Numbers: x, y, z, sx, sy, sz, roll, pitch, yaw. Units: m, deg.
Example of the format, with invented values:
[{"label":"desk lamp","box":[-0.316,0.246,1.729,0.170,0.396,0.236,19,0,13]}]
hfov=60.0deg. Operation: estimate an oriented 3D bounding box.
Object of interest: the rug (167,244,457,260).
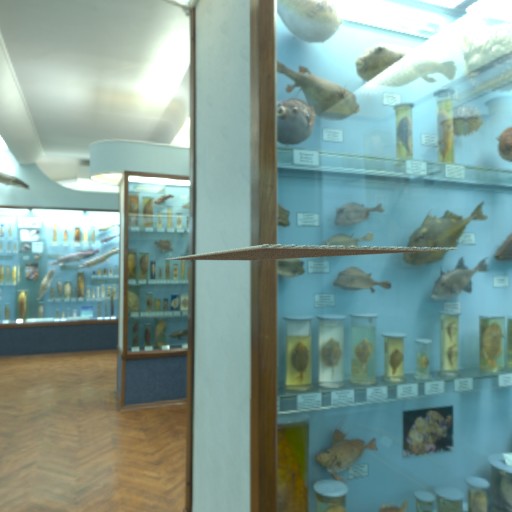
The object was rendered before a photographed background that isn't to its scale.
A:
[{"label":"rug","box":[0.000,0.000,2.695,0.774,0.011,2.449,1,-2,-19]}]
